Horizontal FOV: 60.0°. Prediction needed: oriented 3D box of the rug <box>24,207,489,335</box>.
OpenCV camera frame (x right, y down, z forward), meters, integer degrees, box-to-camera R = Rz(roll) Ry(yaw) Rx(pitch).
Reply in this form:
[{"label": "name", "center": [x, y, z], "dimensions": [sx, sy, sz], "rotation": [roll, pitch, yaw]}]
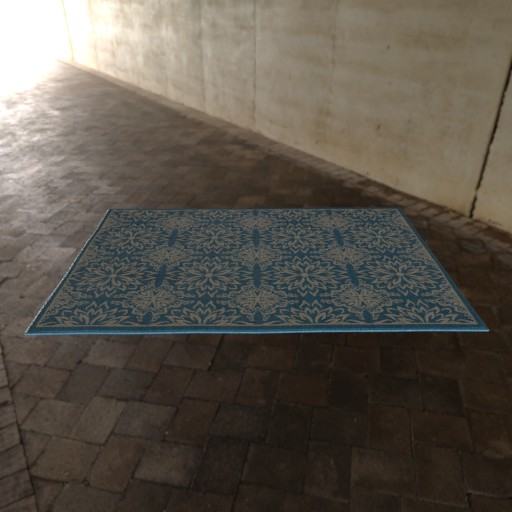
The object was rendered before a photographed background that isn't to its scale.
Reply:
[{"label": "rug", "center": [0.000, 0.000, 2.270], "dimensions": [1.833, 0.012, 1.211], "rotation": [0, 30, -1]}]
